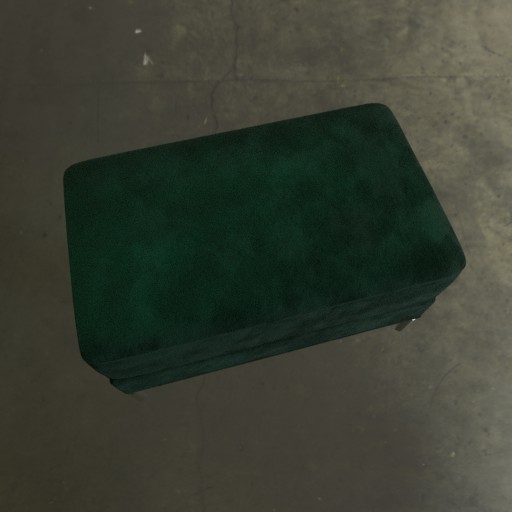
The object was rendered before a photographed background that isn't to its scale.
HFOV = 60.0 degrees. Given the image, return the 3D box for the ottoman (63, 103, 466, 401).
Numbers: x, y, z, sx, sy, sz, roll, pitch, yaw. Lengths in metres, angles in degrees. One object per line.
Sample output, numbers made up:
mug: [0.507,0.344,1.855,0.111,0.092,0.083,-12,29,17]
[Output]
ottoman: [0.000,0.000,1.251,0.886,0.533,0.536,-13,65,-6]
